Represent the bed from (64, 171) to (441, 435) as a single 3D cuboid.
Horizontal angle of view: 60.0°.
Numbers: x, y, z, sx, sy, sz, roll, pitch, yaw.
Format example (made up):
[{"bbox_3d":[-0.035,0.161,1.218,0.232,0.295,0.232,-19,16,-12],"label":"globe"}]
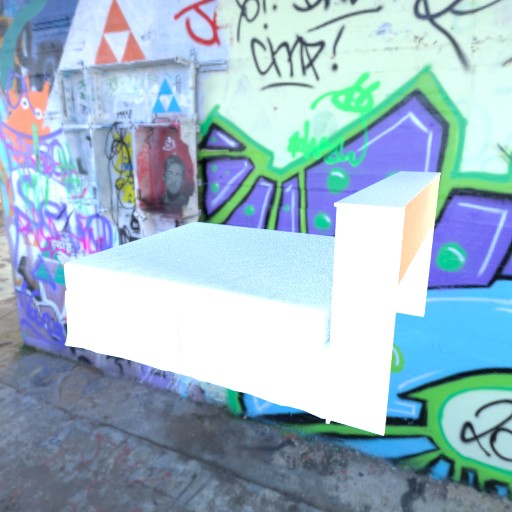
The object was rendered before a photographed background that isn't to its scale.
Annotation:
[{"bbox_3d":[0.000,0.000,3.075,2.133,1.092,1.671,8,18,26],"label":"bed"}]
